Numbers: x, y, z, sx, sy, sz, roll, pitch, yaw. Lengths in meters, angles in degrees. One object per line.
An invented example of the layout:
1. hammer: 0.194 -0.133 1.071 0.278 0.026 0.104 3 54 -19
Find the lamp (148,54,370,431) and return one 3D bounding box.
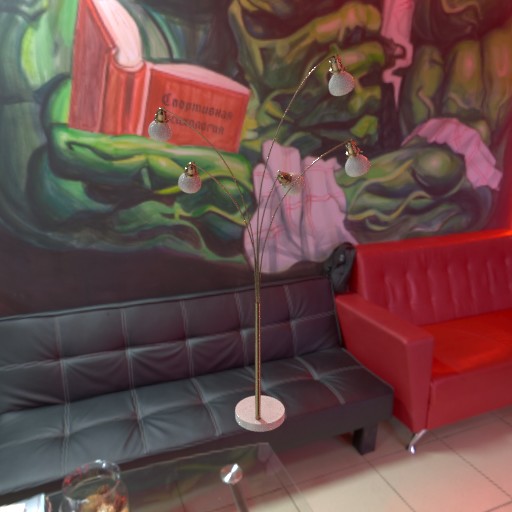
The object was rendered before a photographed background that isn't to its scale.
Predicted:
1. lamp: 0.000 0.000 2.947 1.405 2.423 0.361 3 15 10
